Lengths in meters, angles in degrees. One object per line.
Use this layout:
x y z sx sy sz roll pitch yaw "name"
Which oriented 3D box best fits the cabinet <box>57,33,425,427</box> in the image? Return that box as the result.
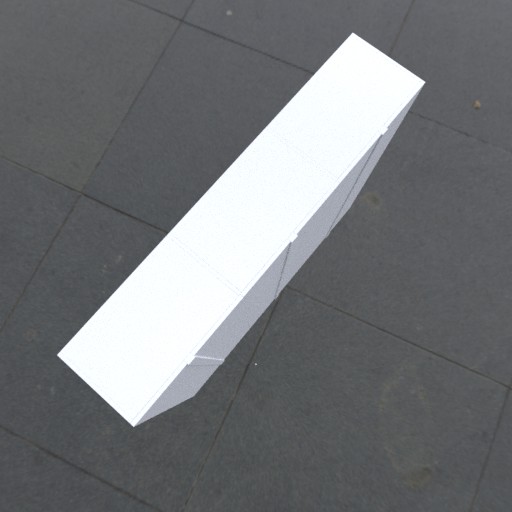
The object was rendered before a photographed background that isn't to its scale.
0.000 0.000 3.781 0.590 2.370 2.700 39 79 9 "cabinet"
